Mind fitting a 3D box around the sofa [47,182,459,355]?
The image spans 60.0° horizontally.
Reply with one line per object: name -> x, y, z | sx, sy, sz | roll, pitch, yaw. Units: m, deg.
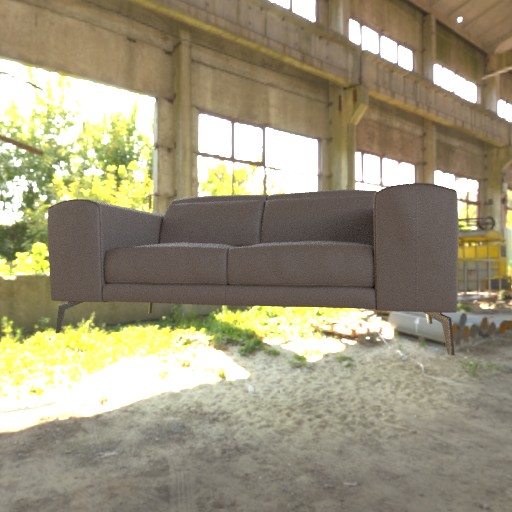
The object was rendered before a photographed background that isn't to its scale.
sofa -> 0.000, 0.000, 2.383 | 1.895, 0.779, 1.003 | 0, -1, 17
